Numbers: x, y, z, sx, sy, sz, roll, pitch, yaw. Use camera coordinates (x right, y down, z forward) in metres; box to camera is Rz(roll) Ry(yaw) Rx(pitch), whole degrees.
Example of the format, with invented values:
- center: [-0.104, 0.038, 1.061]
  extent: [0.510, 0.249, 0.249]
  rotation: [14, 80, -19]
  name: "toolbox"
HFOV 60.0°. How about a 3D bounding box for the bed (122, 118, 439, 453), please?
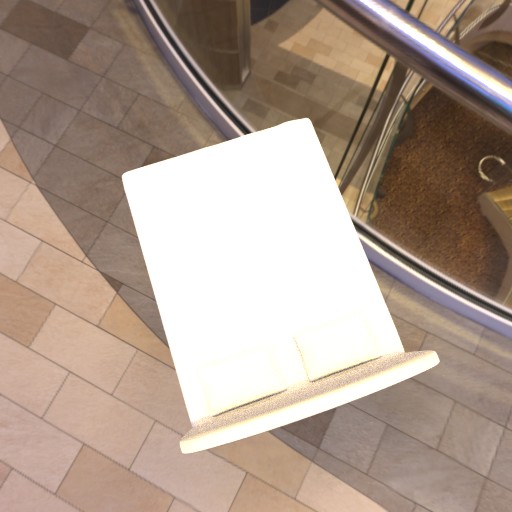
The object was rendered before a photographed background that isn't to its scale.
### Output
- center: [0.000, 0.000, 3.030]
  extent: [1.607, 1.410, 2.005]
  rotation: [-18, 77, -4]
  name: "bed"
